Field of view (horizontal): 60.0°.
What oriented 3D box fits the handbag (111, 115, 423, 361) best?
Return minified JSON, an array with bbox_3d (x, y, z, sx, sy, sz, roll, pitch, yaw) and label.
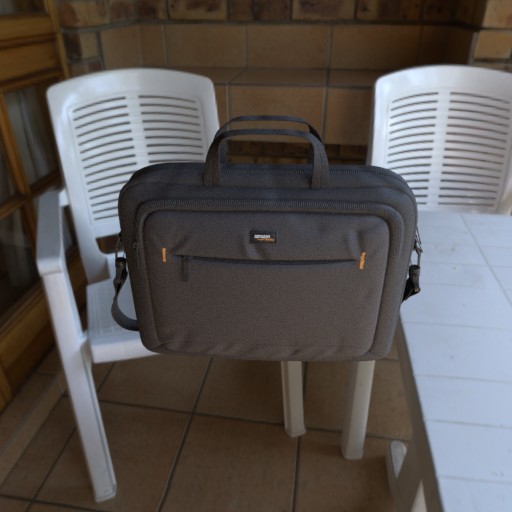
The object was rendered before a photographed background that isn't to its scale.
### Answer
[{"bbox_3d":[0.000,0.000,0.420,0.320,0.244,0.089,1,31,2],"label":"handbag"}]
